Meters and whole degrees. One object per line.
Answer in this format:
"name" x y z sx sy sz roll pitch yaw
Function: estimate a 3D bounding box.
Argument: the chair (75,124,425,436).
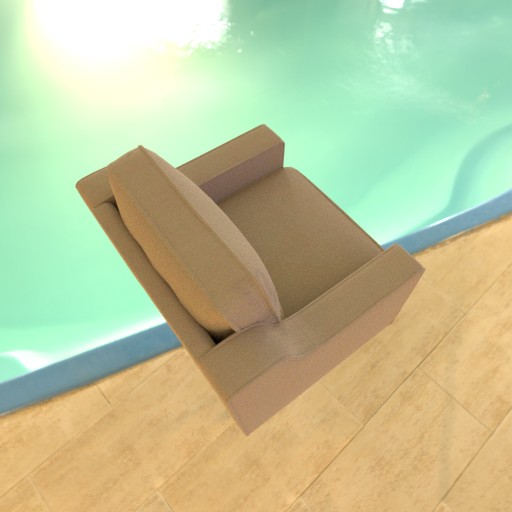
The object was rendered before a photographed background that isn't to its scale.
"chair" 0.000 0.000 1.708 0.882 0.948 0.922 -32 63 -19
